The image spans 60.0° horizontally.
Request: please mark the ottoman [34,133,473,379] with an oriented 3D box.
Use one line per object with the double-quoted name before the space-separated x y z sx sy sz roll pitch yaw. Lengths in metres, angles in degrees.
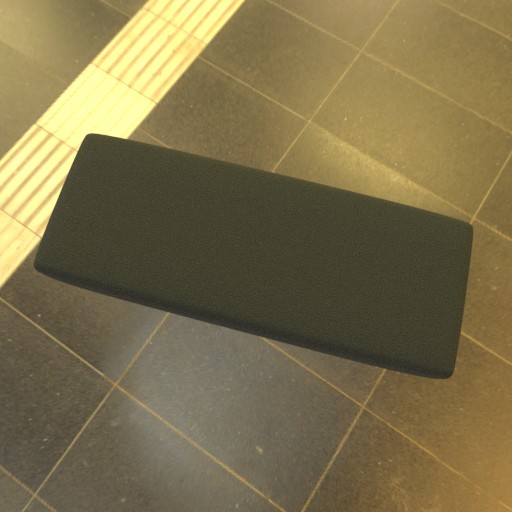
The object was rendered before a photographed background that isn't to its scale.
"ottoman" 0.000 0.000 1.856 1.609 0.393 0.646 14 75 4
